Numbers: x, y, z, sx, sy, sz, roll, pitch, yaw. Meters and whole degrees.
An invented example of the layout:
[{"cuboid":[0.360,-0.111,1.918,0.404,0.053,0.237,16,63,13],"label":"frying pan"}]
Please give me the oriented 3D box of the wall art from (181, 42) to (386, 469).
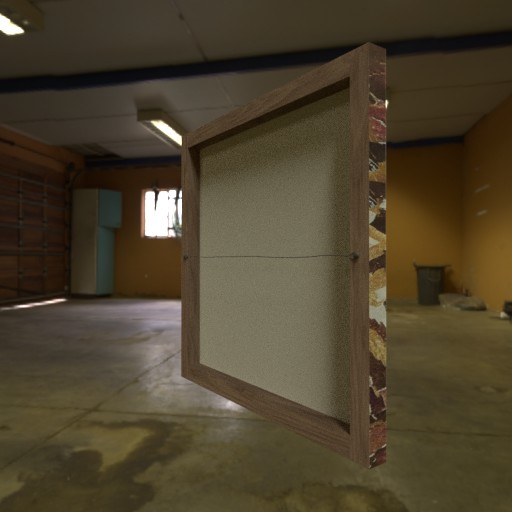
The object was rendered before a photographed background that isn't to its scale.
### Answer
[{"cuboid":[0.000,0.000,0.894,0.041,0.613,0.609,0,0,-35],"label":"wall art"}]
